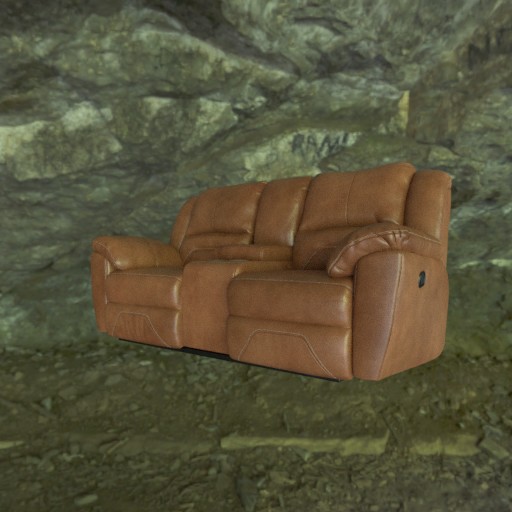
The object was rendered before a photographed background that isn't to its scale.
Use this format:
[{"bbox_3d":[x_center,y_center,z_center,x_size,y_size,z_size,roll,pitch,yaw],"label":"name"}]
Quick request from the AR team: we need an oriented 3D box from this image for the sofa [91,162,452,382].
[{"bbox_3d":[0.000,0.000,2.607,2.058,1.043,0.991,0,0,38],"label":"sofa"}]
